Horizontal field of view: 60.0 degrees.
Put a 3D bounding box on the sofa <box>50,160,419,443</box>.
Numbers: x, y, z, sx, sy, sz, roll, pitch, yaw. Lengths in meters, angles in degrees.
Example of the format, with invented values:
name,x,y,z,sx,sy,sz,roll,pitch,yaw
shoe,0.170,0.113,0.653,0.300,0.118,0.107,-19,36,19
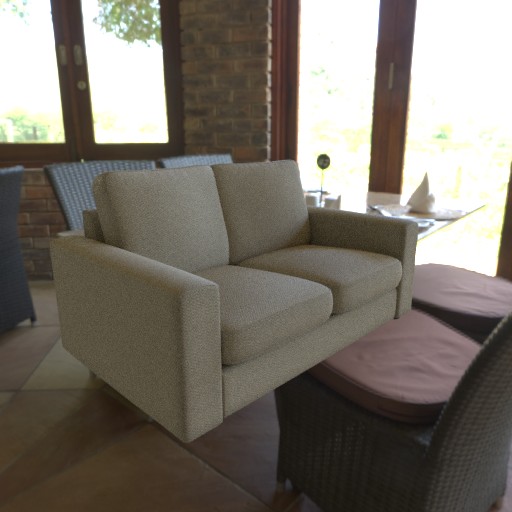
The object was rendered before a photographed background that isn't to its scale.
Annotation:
name,x,y,z,sx,sy,sz,roll,pitch,yaw
sofa,0.000,0.000,2.218,1.016,0.873,1.616,15,21,42
